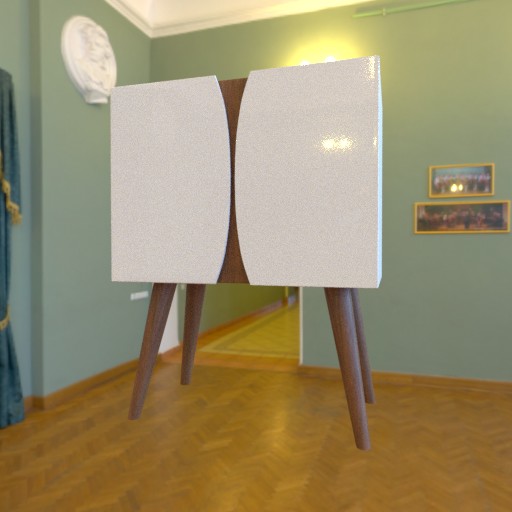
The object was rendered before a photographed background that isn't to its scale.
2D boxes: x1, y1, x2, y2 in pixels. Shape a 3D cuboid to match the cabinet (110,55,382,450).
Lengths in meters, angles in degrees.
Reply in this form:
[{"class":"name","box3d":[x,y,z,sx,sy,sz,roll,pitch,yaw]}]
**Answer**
[{"class":"cabinet","box3d":[0.000,0.000,1.093,0.591,0.772,0.344,0,1,17]}]
